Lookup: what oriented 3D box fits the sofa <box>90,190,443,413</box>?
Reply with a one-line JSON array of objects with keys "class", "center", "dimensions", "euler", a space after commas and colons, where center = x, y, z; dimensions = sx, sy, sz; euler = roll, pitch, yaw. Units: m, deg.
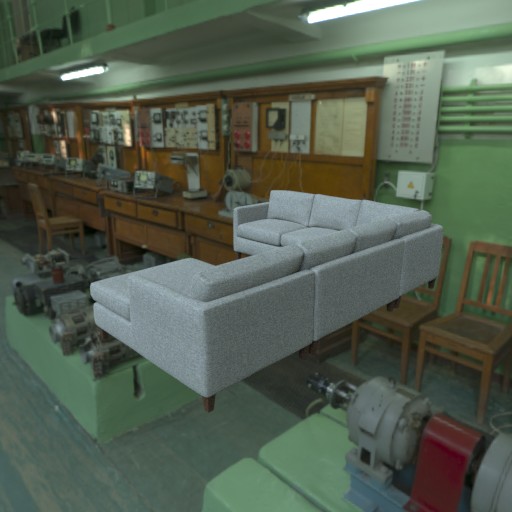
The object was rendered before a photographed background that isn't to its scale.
[{"class": "sofa", "center": [0.000, 0.000, 4.750], "dimensions": [3.460, 0.959, 2.593], "euler": [-15, 22, -42]}]
